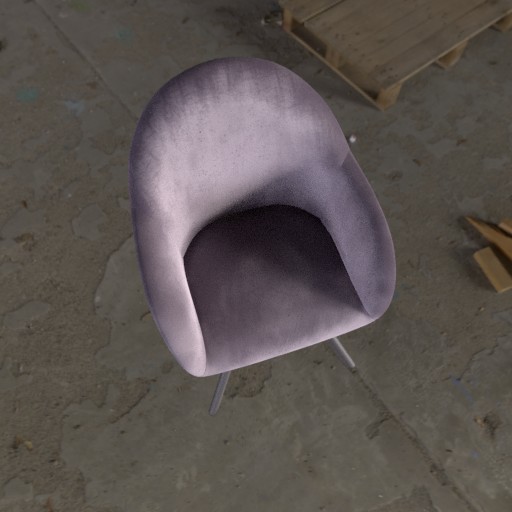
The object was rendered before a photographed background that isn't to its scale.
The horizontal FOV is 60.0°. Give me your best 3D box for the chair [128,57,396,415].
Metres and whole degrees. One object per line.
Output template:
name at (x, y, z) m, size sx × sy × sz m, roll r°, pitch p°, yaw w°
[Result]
chair at (0.000, 0.000, 1.173) m, size 0.550 × 0.795 × 0.590 m, roll -16°, pitch 65°, yaw -8°
